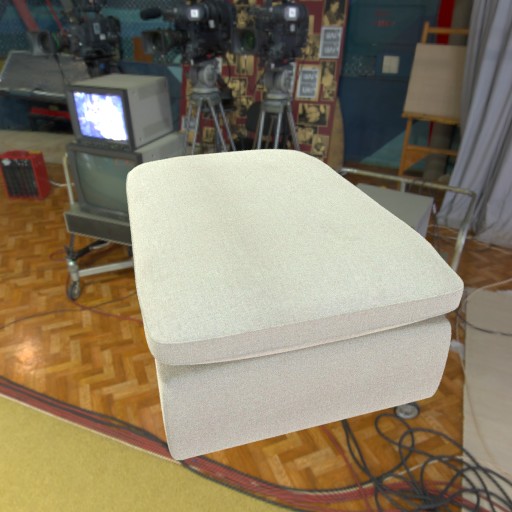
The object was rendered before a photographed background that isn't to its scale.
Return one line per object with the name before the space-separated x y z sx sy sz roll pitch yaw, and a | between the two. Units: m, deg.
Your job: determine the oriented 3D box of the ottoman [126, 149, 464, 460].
ottoman | 0.000 0.000 1.314 0.686 0.453 0.984 -8 31 -14
